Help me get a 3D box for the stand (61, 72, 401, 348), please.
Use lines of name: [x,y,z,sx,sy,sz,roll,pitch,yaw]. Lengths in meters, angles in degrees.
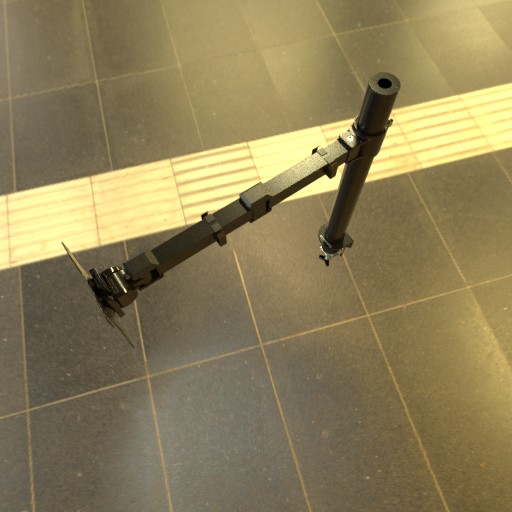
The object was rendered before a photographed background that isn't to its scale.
stand: [0.000,0.000,0.726,0.456,0.510,0.115,-33,68,-15]
